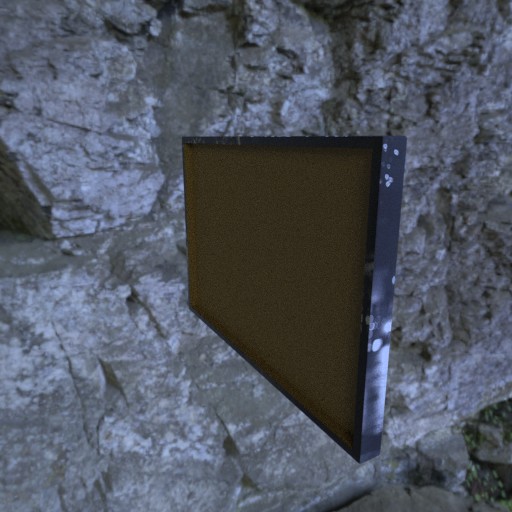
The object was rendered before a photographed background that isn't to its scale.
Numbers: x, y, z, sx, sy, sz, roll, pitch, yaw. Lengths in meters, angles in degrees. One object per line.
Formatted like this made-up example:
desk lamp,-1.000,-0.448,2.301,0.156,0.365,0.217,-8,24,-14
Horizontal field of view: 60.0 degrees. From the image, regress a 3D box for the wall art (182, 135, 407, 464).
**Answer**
wall art,0.000,0.000,0.779,0.037,0.406,0.609,-8,17,-28
